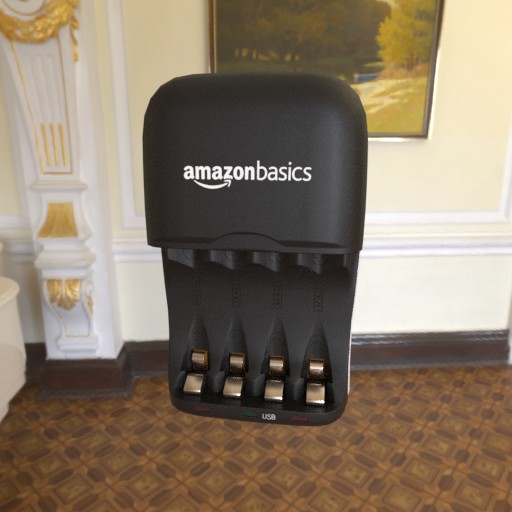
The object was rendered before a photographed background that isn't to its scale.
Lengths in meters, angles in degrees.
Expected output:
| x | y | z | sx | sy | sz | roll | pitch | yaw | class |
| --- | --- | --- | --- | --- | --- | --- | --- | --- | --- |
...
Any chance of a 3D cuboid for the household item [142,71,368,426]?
| x | y | z | sx | sy | sz | roll | pitch | yaw | class |
| --- | --- | --- | --- | --- | --- | --- | --- | --- | --- |
| 0.000 | 0.000 | 0.147 | 0.070 | 0.114 | 0.038 | 2 | 15 | 9 | household item |
